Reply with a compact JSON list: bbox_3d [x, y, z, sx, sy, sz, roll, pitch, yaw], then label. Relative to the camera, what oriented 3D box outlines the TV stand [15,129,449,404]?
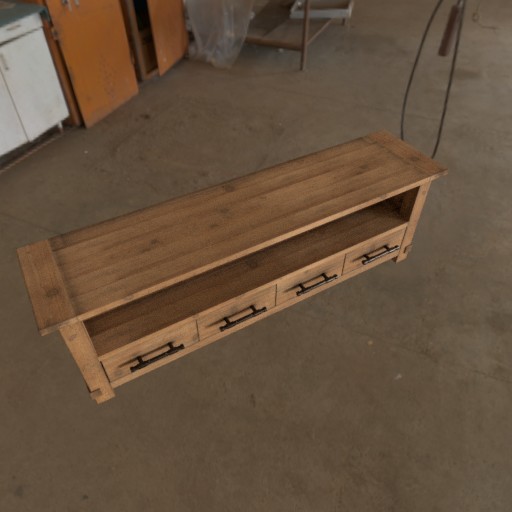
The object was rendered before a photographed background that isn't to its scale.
[{"bbox_3d":[0.000,0.000,2.025,1.804,0.573,0.453,-22,48,-21],"label":"TV stand"}]
